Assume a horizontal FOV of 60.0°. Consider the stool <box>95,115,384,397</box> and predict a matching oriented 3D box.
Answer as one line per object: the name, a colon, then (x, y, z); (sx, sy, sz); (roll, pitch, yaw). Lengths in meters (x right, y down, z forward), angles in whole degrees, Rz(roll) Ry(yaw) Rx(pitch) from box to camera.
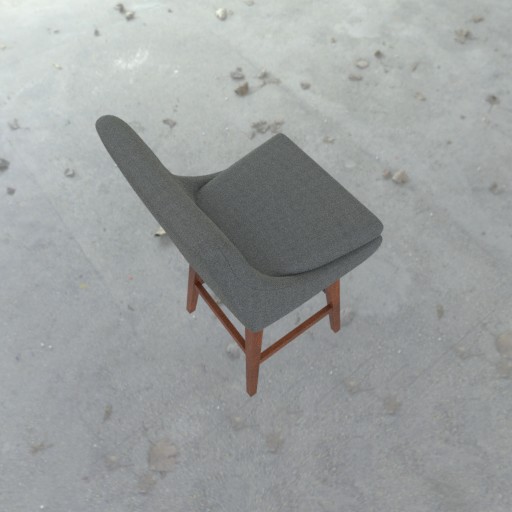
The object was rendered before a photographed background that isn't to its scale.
stool: (0.000, 0.000, 1.259); (0.524, 0.977, 0.447); (-32, 63, -19)
